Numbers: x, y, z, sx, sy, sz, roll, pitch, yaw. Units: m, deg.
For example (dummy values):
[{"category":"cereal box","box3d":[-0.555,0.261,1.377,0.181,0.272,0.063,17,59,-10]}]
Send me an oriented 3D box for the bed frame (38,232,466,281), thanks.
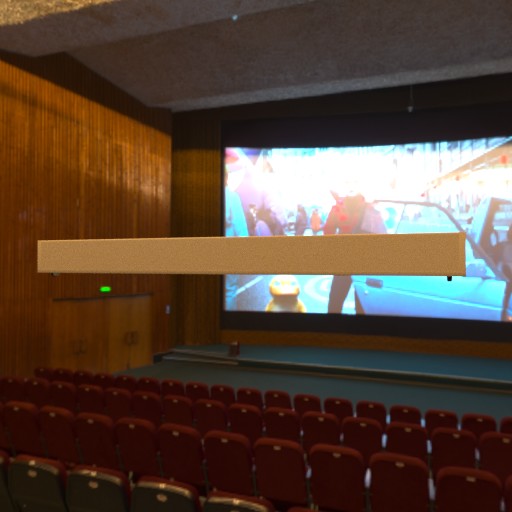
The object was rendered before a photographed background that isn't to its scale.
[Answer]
[{"category":"bed frame","box3d":[0.000,0.000,1.546,1.300,0.141,0.670,0,-1,19]}]
